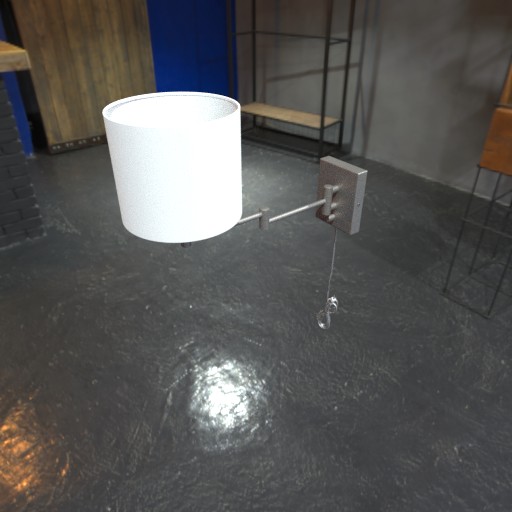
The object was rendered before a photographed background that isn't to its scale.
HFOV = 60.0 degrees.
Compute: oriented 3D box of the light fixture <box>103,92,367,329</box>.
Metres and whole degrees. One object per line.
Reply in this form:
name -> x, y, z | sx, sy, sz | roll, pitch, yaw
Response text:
light fixture -> 0.000, 0.000, 0.922 | 0.516, 0.651, 0.203 | -22, 39, -30
